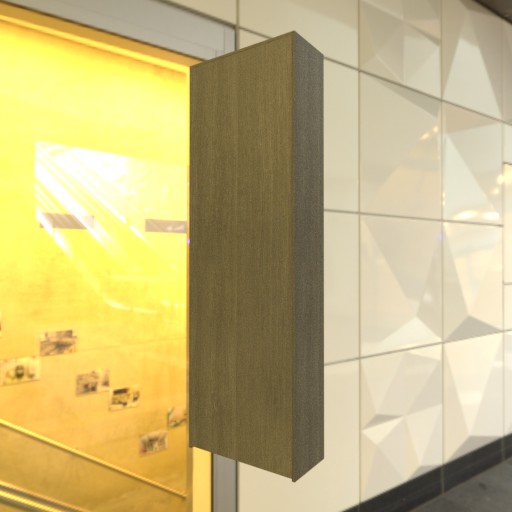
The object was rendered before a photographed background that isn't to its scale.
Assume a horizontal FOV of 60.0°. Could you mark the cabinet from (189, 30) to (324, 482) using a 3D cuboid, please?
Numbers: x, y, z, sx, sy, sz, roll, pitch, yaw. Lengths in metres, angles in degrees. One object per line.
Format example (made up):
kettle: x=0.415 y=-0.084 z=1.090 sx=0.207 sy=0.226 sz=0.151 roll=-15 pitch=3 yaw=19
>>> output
cabinet: x=0.000 y=0.000 z=1.851 sx=0.520 sy=1.630 sz=0.255 roll=0 pitch=-1 yaw=35
